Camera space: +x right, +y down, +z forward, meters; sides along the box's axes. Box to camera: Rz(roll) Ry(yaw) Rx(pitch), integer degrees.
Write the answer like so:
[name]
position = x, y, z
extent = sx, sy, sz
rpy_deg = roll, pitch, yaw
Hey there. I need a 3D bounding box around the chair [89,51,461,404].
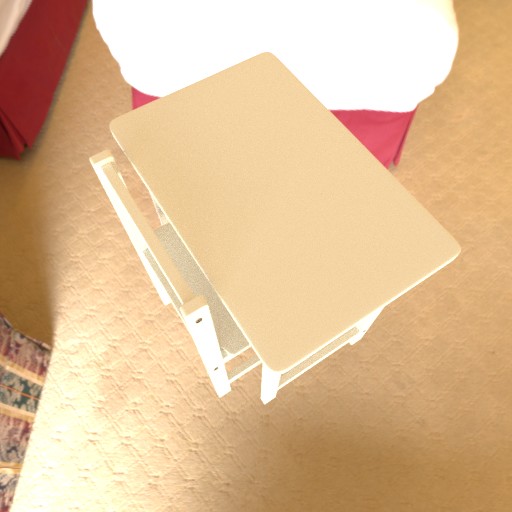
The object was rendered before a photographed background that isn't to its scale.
[chair]
position = 0.000, 0.000, 1.049
extent = 0.461, 0.673, 0.599
rpy_deg = -30, 67, -14
